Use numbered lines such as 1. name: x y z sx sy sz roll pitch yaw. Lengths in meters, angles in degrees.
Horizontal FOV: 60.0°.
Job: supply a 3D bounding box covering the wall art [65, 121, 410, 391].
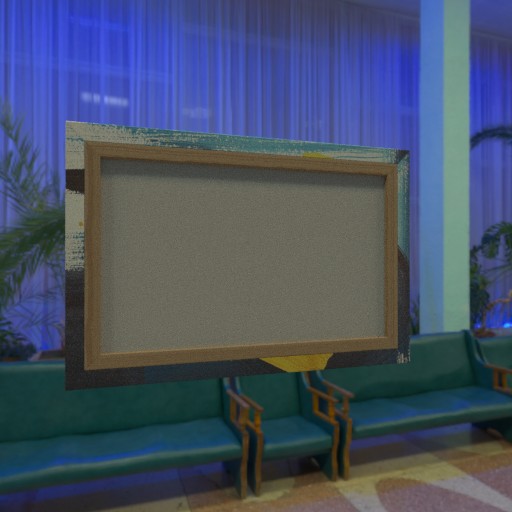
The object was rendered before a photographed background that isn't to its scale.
1. wall art: 0.000 0.000 1.155 0.914 0.610 0.039 0 0 -17
